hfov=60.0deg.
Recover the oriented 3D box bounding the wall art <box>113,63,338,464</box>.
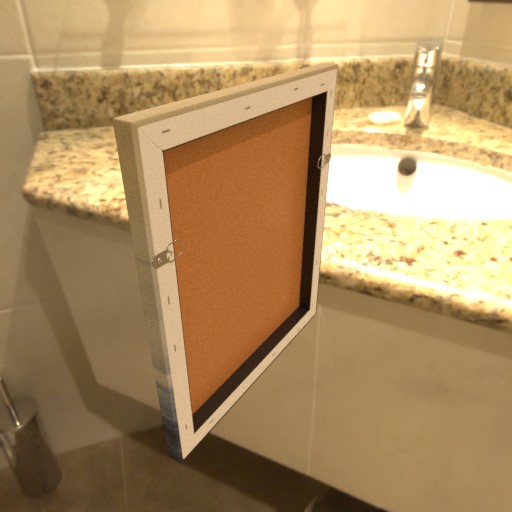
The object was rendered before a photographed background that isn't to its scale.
[{"bbox_3d":[0.000,0.000,0.966,0.041,0.710,0.608,20,36,29],"label":"wall art"}]
